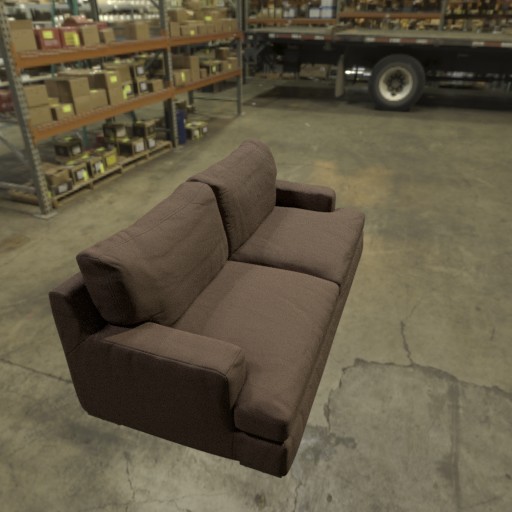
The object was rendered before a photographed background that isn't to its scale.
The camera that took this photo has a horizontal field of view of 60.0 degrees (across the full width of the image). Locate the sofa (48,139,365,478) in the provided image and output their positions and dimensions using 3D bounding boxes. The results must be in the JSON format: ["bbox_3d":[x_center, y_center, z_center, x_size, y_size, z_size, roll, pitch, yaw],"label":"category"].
[{"bbox_3d":[0.000,0.000,2.816,1.140,0.950,2.274,10,31,17],"label":"sofa"}]
